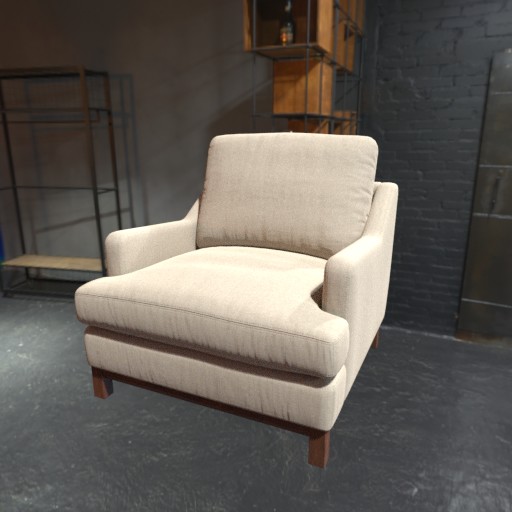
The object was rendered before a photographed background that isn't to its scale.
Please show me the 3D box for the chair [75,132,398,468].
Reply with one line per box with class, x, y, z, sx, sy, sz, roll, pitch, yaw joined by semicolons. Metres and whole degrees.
chair;0.000;0.000;1.704;0.912;0.916;1.001;7;17;24
